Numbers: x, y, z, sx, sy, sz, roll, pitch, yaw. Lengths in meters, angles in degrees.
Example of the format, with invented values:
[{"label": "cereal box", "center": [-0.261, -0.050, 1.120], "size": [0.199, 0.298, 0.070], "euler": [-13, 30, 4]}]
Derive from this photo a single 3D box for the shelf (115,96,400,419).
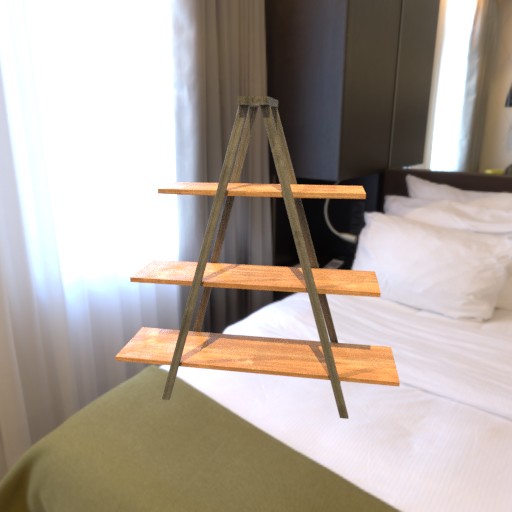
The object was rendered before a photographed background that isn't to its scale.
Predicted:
[{"label": "shelf", "center": [0.000, 0.000, 2.696], "size": [1.746, 1.808, 0.508], "euler": [3, 17, 9]}]
